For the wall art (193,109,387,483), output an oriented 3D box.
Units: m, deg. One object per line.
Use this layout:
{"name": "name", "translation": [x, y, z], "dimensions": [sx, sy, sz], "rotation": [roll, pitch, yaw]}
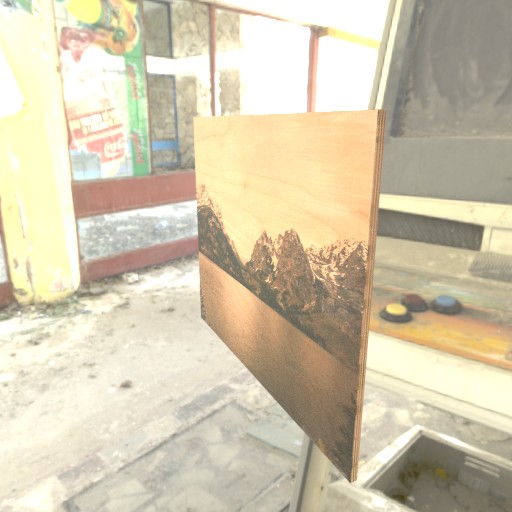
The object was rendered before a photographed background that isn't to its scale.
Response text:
{"name": "wall art", "translation": [0.000, 0.000, 0.671], "dimensions": [0.010, 0.408, 0.508], "rotation": [-8, 18, -25]}
